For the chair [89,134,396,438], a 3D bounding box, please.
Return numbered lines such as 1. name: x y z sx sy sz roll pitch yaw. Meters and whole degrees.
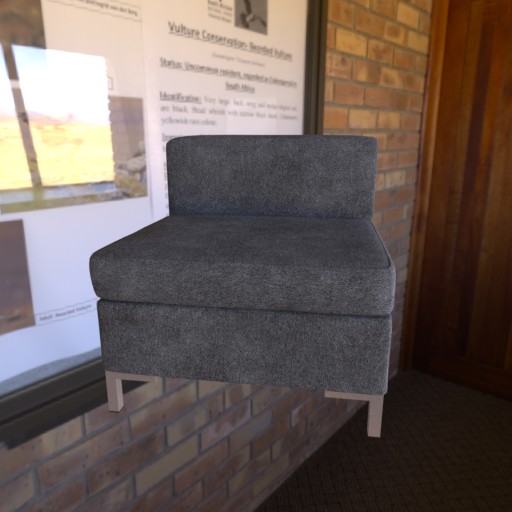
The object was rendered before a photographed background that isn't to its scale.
1. chair: 0.000 0.000 1.248 0.680 0.660 0.680 2 15 9
